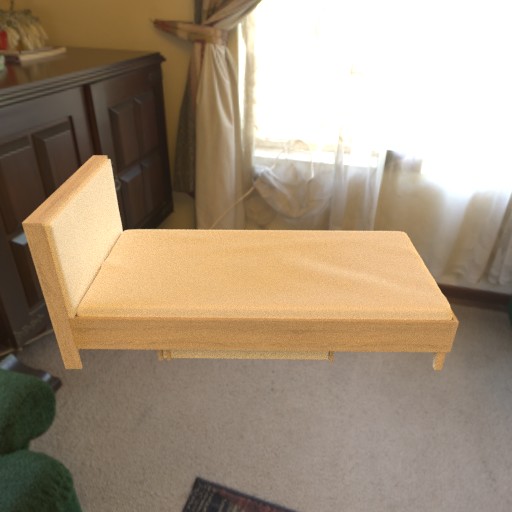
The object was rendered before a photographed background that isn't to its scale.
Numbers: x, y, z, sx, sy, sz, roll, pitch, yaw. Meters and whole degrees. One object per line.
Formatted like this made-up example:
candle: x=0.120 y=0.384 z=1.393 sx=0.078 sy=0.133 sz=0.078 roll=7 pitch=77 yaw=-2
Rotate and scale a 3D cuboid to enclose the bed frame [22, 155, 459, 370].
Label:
bed frame: x=0.000 y=0.000 z=2.686 sx=2.140 sy=0.920 sz=0.990 roll=0 pitch=31 yaw=1
